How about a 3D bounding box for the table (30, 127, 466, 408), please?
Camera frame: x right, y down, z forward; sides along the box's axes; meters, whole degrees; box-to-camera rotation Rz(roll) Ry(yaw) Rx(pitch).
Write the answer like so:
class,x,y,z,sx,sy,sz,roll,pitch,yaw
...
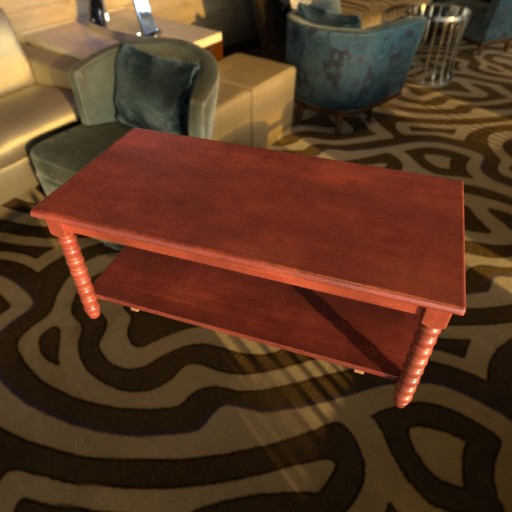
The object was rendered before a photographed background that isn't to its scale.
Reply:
class,x,y,z,sx,sy,sz,roll,pitch,yaw
table,0.000,0.000,1.474,1.171,0.485,0.580,13,43,14
